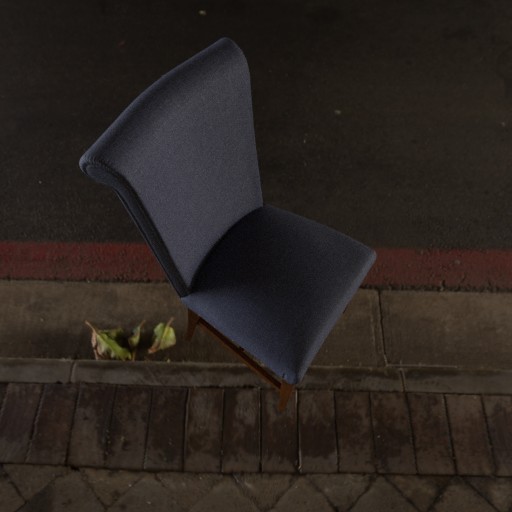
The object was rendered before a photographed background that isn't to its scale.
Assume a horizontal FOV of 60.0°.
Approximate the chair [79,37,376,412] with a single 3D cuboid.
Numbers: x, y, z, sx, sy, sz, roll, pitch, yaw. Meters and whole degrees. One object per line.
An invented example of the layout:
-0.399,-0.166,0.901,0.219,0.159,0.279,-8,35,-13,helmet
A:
0.000,0.000,1.351,0.608,0.988,0.513,30,63,17,chair
